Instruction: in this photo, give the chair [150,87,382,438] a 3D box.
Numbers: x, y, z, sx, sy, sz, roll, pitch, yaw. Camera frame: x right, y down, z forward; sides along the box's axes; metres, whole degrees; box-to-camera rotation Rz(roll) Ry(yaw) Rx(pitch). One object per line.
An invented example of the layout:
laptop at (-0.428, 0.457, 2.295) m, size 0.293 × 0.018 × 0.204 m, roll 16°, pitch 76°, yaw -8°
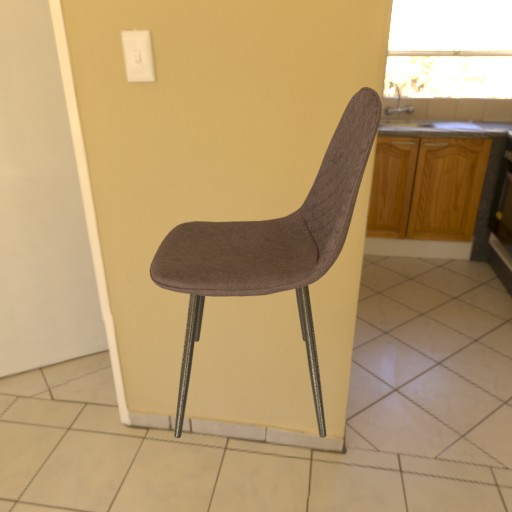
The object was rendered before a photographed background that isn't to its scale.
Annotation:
chair at (0.000, 0.000, 1.249) m, size 0.561 × 0.889 × 0.472 m, roll 0°, pitch 24°, yaw 0°
